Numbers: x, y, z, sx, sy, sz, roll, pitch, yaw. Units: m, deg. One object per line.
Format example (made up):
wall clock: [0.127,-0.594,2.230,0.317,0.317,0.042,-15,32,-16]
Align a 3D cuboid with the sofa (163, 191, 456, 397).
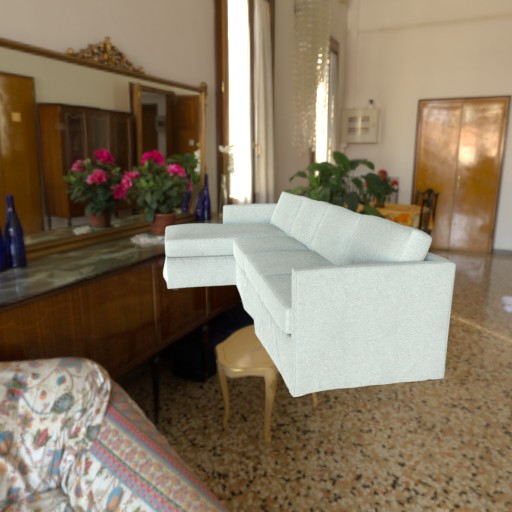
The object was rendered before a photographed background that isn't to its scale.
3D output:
sofa: [0.000,0.000,3.868,1.650,0.922,3.205,-2,13,-11]
